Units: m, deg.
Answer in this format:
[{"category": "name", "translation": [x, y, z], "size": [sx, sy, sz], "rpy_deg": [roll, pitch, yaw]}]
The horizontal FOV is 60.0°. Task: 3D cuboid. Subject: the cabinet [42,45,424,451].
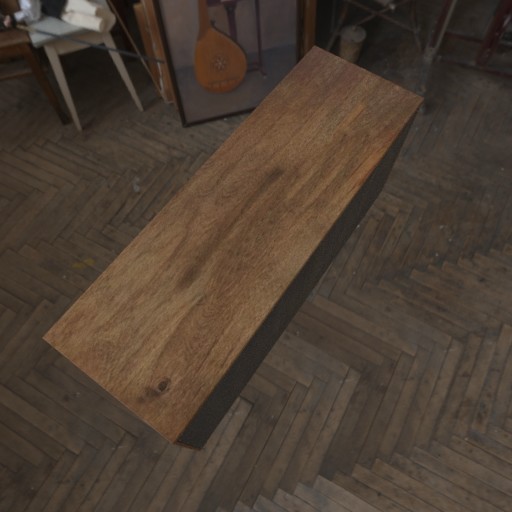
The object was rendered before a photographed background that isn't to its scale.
[{"category": "cabinet", "translation": [0.000, 0.000, 1.742], "size": [0.480, 0.812, 1.373], "rpy_deg": [33, 69, 14]}]
